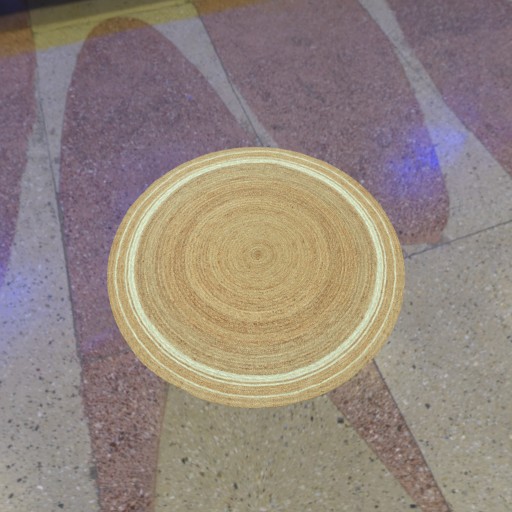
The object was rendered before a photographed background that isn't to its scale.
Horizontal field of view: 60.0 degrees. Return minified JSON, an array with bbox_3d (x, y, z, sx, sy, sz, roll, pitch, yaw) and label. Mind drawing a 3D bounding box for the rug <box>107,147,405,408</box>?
[{"bbox_3d":[0.000,0.000,3.695,2.444,0.015,2.444,0,60,0],"label":"rug"}]
